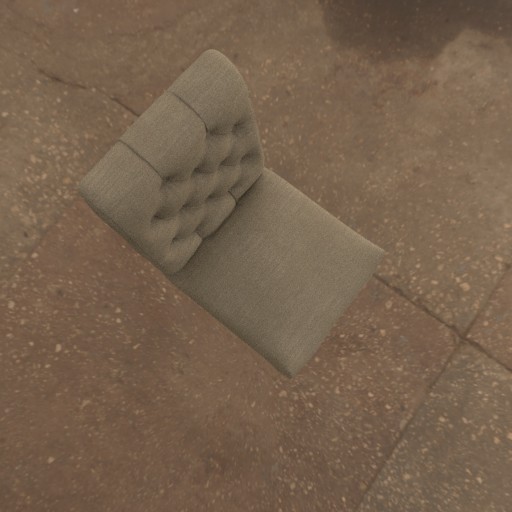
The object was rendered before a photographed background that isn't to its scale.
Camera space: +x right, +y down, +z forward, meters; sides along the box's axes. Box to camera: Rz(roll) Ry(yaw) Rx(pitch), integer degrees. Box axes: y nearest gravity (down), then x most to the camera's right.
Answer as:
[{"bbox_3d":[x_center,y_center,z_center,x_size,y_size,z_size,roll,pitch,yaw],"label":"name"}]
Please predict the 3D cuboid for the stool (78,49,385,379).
[{"bbox_3d":[0.000,0.000,1.453,0.660,1.084,0.486,38,79,8],"label":"stool"}]
